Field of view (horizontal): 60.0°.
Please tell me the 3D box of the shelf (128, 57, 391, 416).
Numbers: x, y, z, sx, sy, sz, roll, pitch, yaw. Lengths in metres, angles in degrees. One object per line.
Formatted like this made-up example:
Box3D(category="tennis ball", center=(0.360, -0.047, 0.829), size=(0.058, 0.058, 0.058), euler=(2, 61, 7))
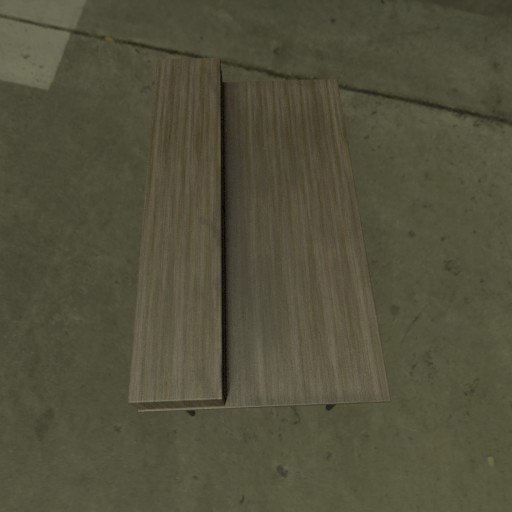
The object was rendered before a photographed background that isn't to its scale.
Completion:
Box3D(category="shelf", center=(0.000, 0.000, 1.738), size=(0.685, 0.865, 1.212), euler=(-2, 64, -1))
